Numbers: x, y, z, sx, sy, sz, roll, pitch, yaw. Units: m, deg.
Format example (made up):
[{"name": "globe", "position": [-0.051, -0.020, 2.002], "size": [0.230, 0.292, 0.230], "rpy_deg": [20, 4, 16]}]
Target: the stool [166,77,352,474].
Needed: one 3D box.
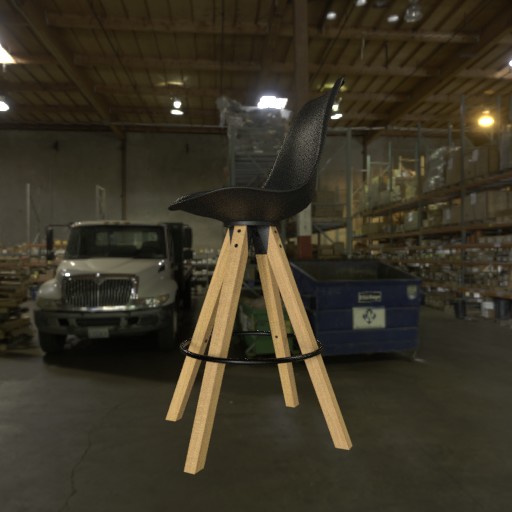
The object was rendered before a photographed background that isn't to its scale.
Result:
[{"name": "stool", "position": [0.000, 0.000, 1.407], "size": [0.550, 1.115, 0.485], "rpy_deg": [0, 0, -18]}]
